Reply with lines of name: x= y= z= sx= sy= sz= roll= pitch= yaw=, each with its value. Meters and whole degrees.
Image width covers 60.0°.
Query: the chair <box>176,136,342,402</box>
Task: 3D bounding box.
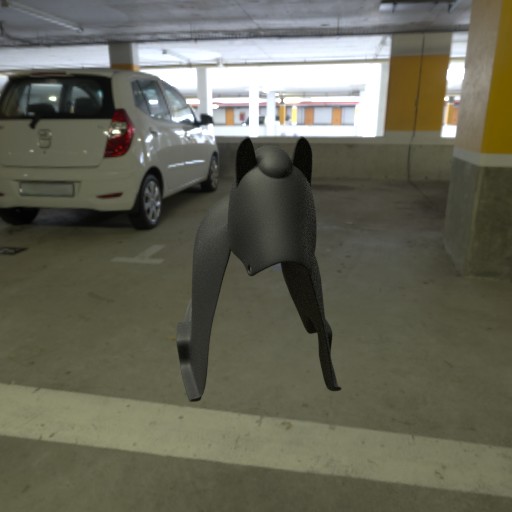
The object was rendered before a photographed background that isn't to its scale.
chair: x=0.000 y=0.000 z=1.141 sx=0.429 sy=0.612 sz=0.800 roll=-2 pitch=17 yaw=-7
